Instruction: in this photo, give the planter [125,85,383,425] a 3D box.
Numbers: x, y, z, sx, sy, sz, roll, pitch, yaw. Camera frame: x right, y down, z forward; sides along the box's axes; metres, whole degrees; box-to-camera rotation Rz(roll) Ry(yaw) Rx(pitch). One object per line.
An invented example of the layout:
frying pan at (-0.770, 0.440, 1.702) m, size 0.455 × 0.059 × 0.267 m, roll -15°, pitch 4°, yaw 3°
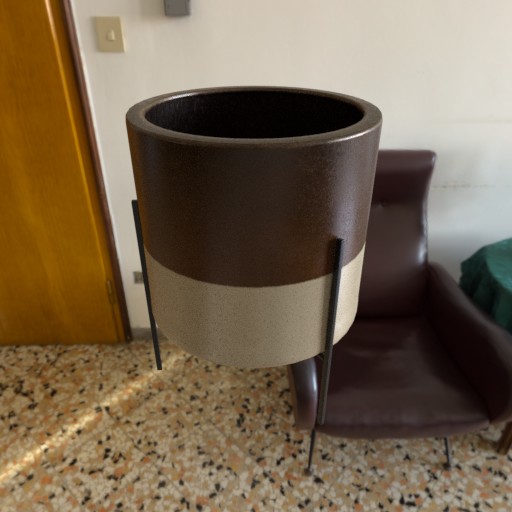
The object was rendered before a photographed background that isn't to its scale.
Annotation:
planter at (0.000, 0.000, 0.718) m, size 0.345 × 0.465 × 0.354 m, roll -21°, pitch 37°, yaw -31°
